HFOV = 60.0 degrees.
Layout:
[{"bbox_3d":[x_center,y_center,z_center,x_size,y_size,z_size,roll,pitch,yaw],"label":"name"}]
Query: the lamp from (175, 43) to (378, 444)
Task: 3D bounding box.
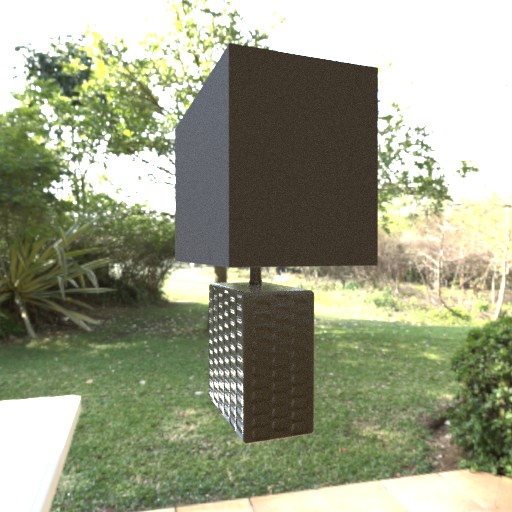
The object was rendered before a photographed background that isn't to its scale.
[{"bbox_3d":[0.000,0.000,0.717,0.200,0.515,0.380,0,1,-20],"label":"lamp"}]
